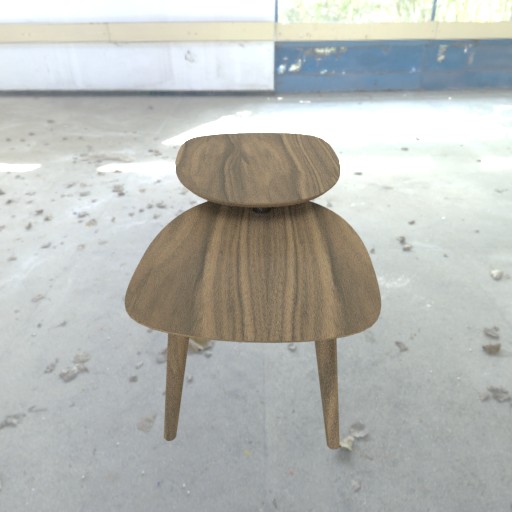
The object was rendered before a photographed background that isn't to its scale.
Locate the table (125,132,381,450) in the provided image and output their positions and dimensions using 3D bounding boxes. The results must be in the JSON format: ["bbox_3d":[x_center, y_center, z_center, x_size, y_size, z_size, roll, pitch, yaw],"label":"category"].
[{"bbox_3d":[0.000,0.000,1.315,0.527,0.429,1.084,0,31,1],"label":"table"}]
